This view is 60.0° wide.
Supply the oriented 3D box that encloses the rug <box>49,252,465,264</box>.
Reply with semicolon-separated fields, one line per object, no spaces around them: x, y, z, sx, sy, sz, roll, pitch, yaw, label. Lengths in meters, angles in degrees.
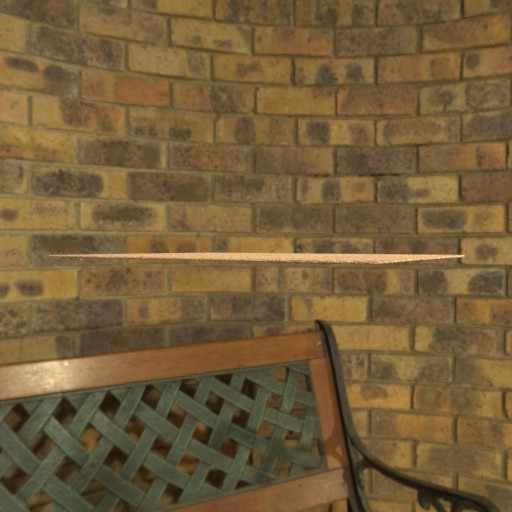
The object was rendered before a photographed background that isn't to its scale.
0.000;0.000;2.760;2.141;0.013;1.566;1;1;35;rug
